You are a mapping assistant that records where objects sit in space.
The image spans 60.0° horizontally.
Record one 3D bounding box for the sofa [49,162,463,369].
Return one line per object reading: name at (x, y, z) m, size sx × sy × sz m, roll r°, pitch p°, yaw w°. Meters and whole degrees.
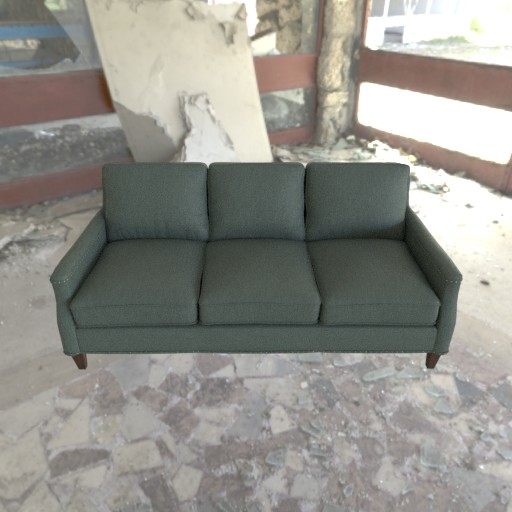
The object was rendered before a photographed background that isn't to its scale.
sofa at (0.000, 0.000, 2.841) m, size 2.246 × 1.003 × 1.084 m, roll 0°, pitch 31°, yaw 0°
